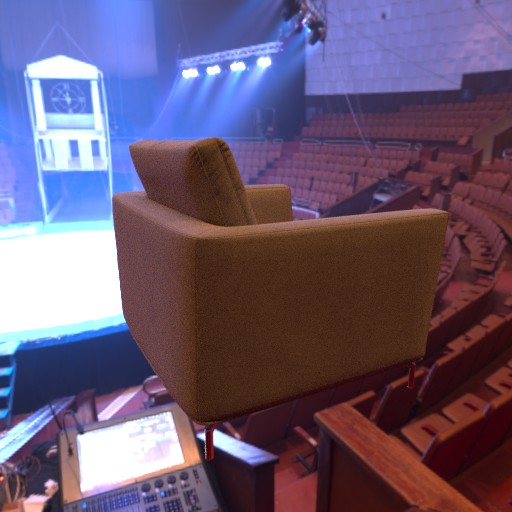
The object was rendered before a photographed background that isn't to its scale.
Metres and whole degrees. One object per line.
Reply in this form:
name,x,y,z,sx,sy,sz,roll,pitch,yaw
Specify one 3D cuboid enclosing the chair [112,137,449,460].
chair,0.000,0.000,1.679,0.889,0.864,1.041,-8,17,-27
